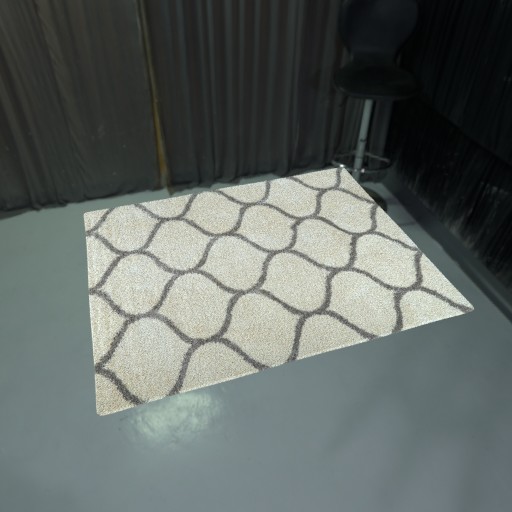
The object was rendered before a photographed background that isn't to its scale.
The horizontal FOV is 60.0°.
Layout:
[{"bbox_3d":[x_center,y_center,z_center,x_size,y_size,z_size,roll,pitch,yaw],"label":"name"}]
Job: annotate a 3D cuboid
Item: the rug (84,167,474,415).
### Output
[{"bbox_3d":[0.000,0.000,4.130,3.000,0.026,2.399,-12,43,-14],"label":"rug"}]
